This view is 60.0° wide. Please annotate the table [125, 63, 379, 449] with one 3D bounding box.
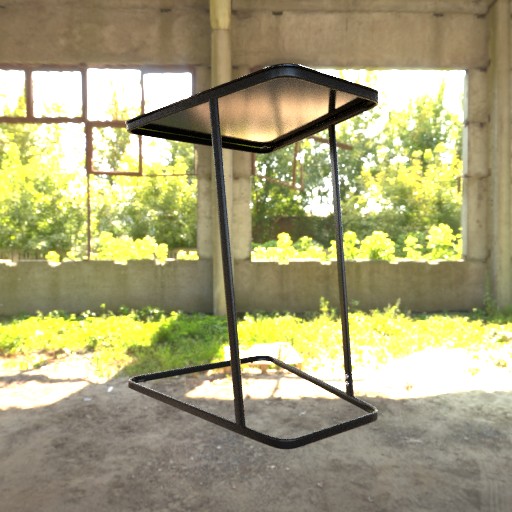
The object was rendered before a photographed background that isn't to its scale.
[{"bbox_3d":[0.000,0.000,0.974,0.427,0.624,0.500,-1,1,-35],"label":"table"}]
